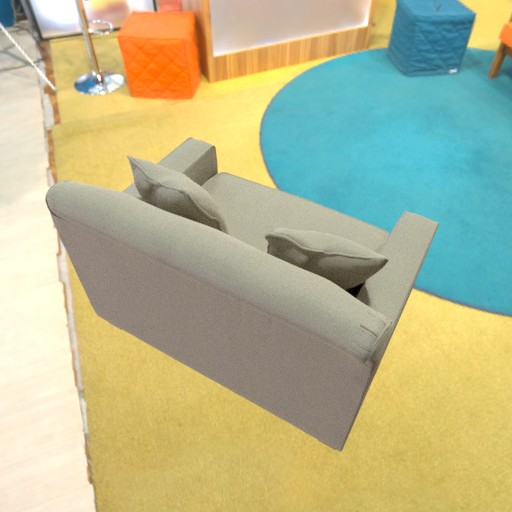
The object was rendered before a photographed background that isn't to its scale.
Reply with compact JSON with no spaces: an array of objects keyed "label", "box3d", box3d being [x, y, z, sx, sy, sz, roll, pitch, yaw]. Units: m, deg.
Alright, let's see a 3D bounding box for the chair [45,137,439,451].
[{"label":"chair","box3d":[0.000,0.000,2.067,1.383,0.948,1.000,23,52,20]}]
